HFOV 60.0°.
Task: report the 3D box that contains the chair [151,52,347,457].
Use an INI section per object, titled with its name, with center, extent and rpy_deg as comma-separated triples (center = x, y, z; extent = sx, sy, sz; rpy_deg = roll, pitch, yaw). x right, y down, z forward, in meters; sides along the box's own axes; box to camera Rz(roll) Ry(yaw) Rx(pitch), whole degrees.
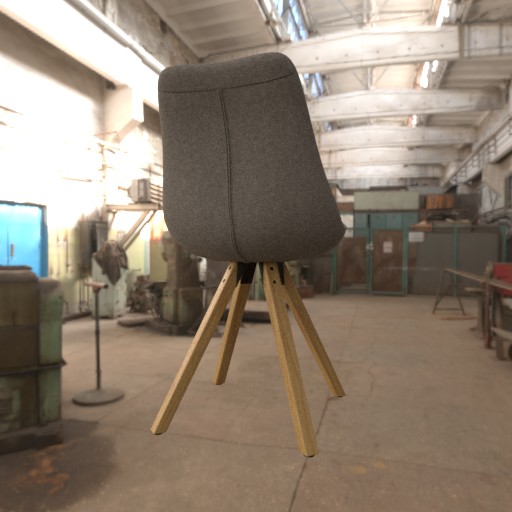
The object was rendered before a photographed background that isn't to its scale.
[chair]
center = 0.000, 0.000, 1.215
extent = 0.483, 0.865, 0.550
rpy_deg = 0, 1, 18
